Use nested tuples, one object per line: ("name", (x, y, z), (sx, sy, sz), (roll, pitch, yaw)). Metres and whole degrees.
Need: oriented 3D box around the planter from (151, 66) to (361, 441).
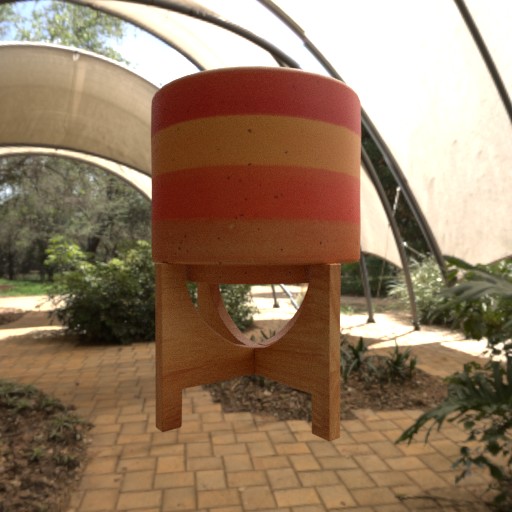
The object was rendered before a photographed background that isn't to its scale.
("planter", (0.000, 0.000, 0.563), (0.269, 0.379, 0.269), (0, 1, 0))
